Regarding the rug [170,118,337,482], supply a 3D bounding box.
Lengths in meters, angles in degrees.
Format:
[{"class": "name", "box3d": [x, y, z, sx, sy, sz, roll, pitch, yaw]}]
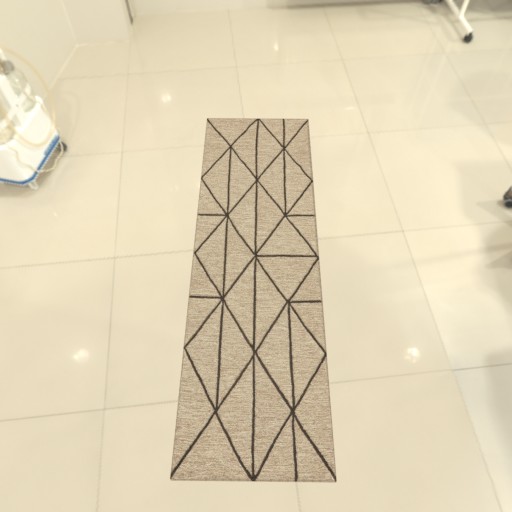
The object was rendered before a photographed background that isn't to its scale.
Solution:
[{"class": "rug", "box3d": [0.000, 0.000, 2.676, 0.762, 0.012, 2.438, 1, 58, 0]}]
